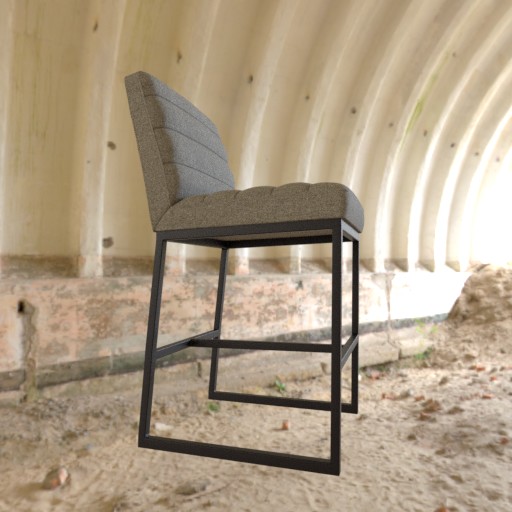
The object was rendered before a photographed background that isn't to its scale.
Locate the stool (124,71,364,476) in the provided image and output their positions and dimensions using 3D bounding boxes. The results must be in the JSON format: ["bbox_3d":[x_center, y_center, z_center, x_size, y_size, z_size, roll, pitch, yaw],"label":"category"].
[{"bbox_3d":[0.000,0.000,1.228,0.560,0.940,0.460,-1,-2,18],"label":"stool"}]
